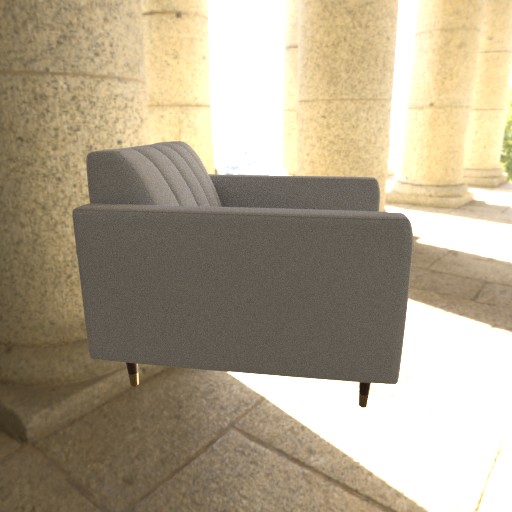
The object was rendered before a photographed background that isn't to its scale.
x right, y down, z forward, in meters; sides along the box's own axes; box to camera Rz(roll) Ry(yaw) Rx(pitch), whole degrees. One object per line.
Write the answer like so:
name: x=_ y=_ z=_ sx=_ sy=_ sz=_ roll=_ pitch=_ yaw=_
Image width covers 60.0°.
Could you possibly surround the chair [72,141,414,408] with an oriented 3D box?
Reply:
chair: x=0.000 y=0.000 z=1.696 sx=0.998 sy=0.819 sz=0.953 roll=3 pitch=17 yaw=8
